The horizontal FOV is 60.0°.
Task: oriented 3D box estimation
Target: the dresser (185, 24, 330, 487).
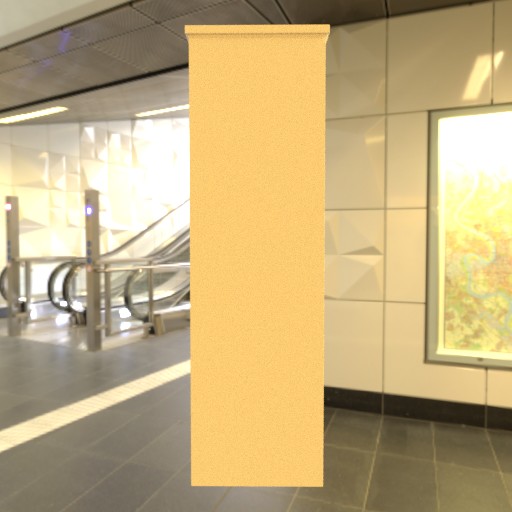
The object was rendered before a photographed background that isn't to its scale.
[{"bbox_3d":[0.000,0.000,1.552,0.399,1.255,0.704,0,2,1],"label":"dresser"}]
